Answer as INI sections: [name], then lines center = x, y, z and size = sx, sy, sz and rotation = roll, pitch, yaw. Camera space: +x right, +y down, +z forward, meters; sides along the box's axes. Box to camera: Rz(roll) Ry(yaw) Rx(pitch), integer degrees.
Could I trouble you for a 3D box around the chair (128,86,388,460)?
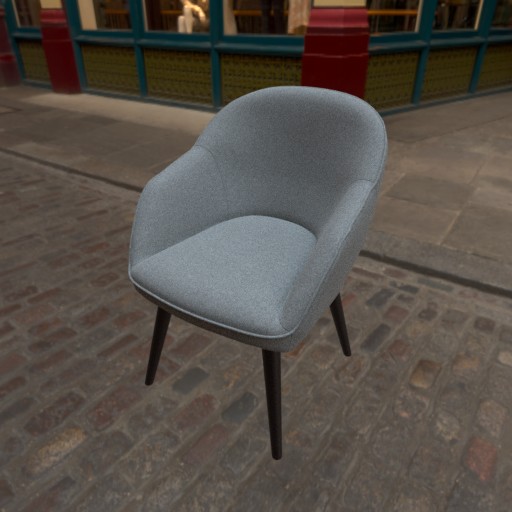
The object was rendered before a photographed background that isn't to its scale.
[chair]
center = 0.000, 0.000, 1.238
size = 0.589, 0.810, 0.611
rotation = 18, 35, 28
